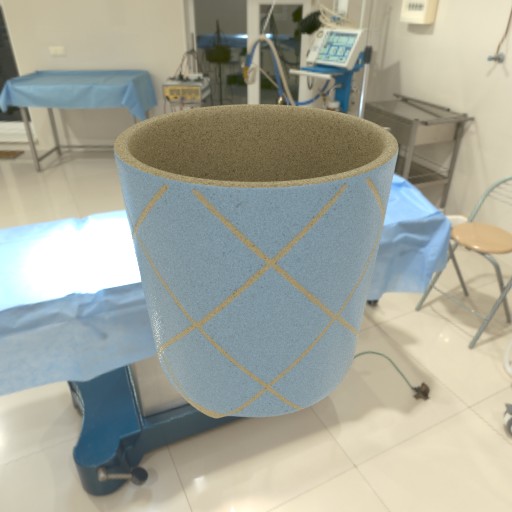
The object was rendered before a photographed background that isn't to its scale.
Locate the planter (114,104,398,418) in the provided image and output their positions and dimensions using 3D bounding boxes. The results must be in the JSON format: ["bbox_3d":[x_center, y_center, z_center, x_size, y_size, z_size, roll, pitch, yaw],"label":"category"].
[{"bbox_3d":[0.000,0.000,0.426,0.227,0.235,0.227,0,31,0],"label":"planter"}]
